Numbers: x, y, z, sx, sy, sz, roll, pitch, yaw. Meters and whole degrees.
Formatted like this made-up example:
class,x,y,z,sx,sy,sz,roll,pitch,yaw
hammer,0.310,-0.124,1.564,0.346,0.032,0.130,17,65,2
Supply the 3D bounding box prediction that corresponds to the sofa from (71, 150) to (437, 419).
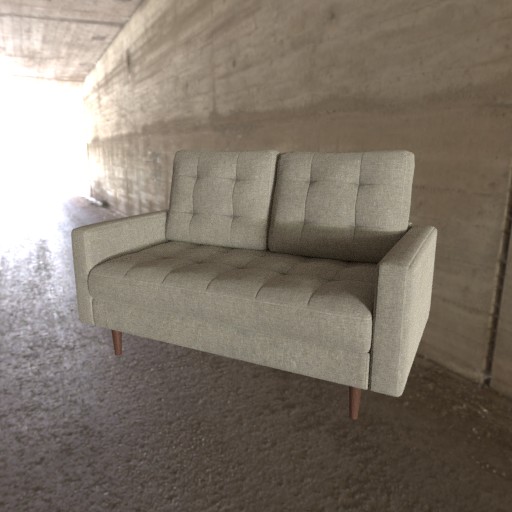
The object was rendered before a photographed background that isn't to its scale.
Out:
class,x,y,z,sx,sy,sz,roll,pitch,yaw
sofa,0.000,0.000,1.951,1.407,0.907,0.842,7,15,26
